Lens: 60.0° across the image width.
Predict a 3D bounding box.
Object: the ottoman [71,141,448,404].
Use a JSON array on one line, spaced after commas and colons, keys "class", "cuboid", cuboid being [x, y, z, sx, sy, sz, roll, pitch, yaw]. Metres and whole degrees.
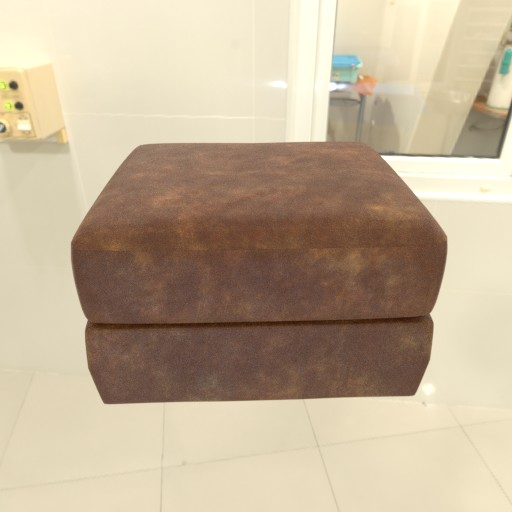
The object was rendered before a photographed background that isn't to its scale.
[{"class": "ottoman", "cuboid": [0.000, 0.000, 1.141, 0.751, 0.476, 0.603, -1, 31, -2]}]
